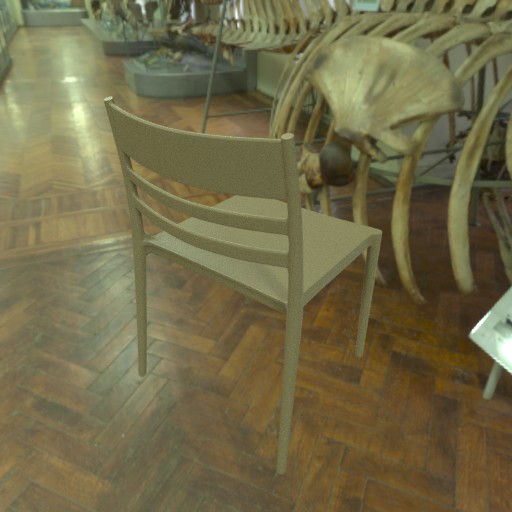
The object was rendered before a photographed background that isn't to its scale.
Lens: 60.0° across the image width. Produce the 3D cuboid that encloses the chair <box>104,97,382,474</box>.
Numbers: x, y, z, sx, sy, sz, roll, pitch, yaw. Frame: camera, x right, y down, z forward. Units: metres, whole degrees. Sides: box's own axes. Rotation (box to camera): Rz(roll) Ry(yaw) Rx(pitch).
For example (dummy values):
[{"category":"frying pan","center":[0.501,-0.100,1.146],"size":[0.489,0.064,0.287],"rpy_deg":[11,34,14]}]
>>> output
[{"category":"chair","center":[0.000,0.000,1.149],"size":[0.531,0.800,0.511],"rpy_deg":[22,37,32]}]
